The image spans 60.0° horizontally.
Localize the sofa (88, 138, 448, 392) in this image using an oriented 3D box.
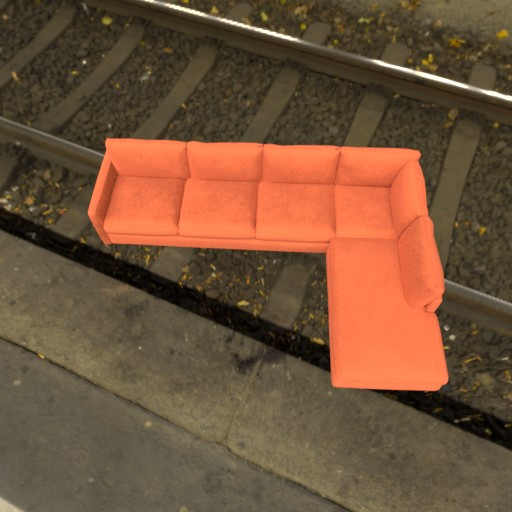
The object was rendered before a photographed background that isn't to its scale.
[{"bbox_3d":[0.000,0.000,3.503,2.736,0.757,1.879,3,60,1],"label":"sofa"}]
